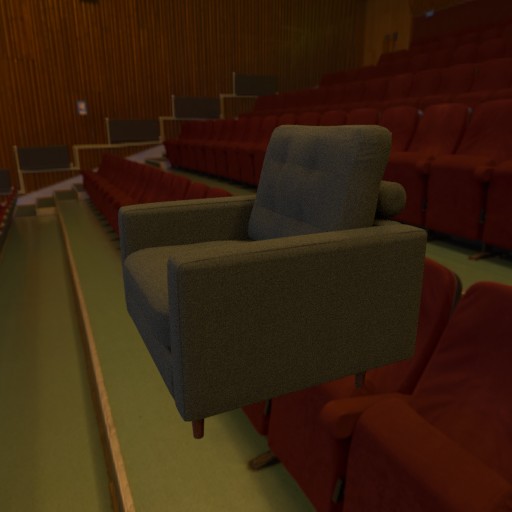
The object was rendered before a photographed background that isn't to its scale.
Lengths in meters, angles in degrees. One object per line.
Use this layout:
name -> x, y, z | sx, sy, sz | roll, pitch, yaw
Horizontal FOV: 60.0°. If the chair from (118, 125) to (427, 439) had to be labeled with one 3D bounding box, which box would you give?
chair -> 0.000, 0.000, 1.554 | 0.843, 0.880, 0.821 | -8, 18, -25
